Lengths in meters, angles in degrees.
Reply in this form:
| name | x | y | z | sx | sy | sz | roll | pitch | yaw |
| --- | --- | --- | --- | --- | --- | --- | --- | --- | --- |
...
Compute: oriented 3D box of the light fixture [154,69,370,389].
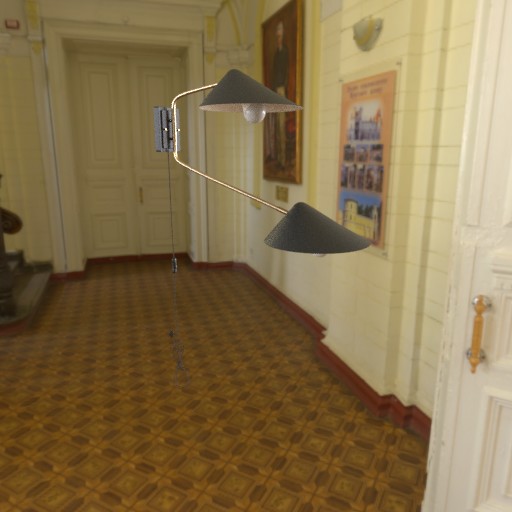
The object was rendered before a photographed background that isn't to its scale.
| name | x | y | z | sx | sy | sz | roll | pitch | yaw |
| --- | --- | --- | --- | --- | --- | --- | --- | --- | --- |
| light fixture | 0.000 | 0.000 | 0.838 | 0.422 | 0.665 | 0.189 | 7 | 15 | 27 |
